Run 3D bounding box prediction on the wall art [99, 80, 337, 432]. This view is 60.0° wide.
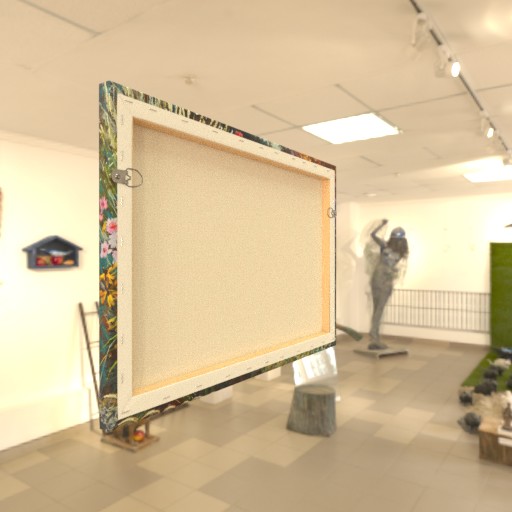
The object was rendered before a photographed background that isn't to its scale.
[{"bbox_3d":[0.000,0.000,1.427,0.042,0.760,1.136,0,0,35],"label":"wall art"}]
